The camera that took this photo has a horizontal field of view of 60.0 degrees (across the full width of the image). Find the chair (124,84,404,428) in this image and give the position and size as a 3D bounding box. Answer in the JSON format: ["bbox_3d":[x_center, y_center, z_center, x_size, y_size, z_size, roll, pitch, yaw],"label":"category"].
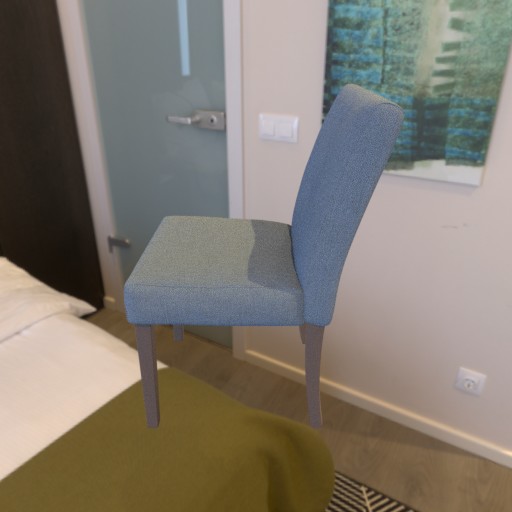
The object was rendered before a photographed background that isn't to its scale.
[{"bbox_3d":[0.000,0.000,1.254,0.629,0.882,0.487,1,26,1],"label":"chair"}]
